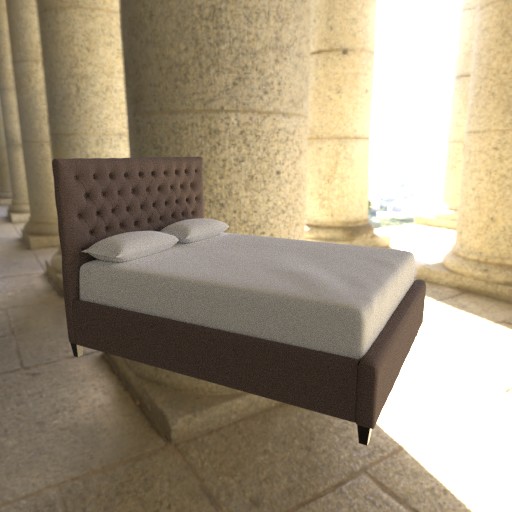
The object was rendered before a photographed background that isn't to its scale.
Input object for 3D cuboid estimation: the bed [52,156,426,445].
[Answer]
[{"bbox_3d":[0.000,0.000,3.307,2.233,1.426,1.696,7,15,27],"label":"bed"}]
